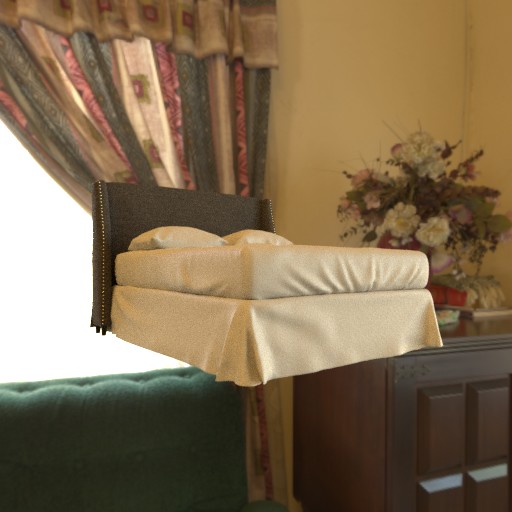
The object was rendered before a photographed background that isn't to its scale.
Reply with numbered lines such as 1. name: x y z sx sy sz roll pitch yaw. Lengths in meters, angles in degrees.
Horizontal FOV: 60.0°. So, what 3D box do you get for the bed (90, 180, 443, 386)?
1. bed: 0.000 0.000 3.522 1.925 1.332 2.276 1 -1 -37
